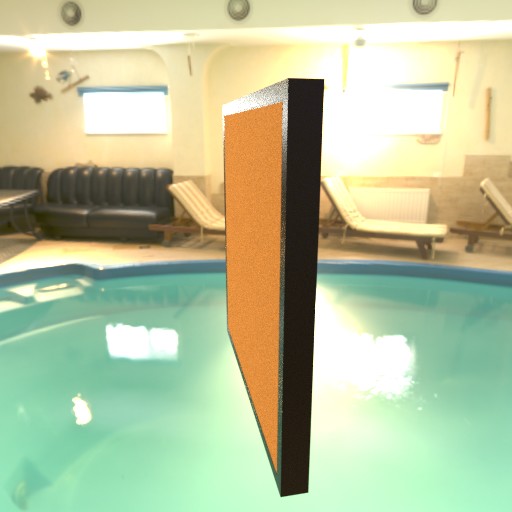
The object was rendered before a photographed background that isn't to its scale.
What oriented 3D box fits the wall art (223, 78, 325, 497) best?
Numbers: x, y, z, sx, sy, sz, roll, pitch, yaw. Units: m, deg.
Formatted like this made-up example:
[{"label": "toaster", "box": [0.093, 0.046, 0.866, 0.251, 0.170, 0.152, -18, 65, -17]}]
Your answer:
[{"label": "wall art", "box": [0.000, 0.000, 0.746, 0.038, 0.506, 0.506, -3, 16, -11]}]
